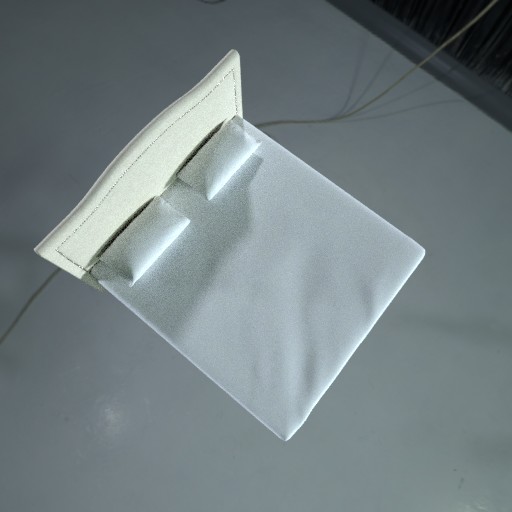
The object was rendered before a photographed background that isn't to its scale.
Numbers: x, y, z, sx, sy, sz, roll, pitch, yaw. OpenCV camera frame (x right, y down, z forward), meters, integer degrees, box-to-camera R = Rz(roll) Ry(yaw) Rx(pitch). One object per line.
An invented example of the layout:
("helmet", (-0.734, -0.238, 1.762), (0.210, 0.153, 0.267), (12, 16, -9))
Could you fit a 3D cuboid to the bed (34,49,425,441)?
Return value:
("bed", (0.000, 0.000, 3.574), (2.182, 1.421, 2.083), (38, 78, 10))
